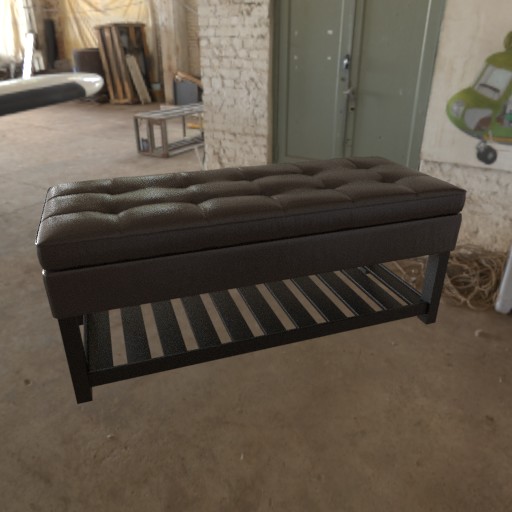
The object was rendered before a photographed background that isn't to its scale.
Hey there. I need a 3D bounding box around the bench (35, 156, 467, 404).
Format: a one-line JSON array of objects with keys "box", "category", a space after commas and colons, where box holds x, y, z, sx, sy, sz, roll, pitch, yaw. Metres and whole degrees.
[{"box": [0.000, 0.000, 1.327, 1.105, 0.460, 0.432, -9, 27, -17], "category": "bench"}]
